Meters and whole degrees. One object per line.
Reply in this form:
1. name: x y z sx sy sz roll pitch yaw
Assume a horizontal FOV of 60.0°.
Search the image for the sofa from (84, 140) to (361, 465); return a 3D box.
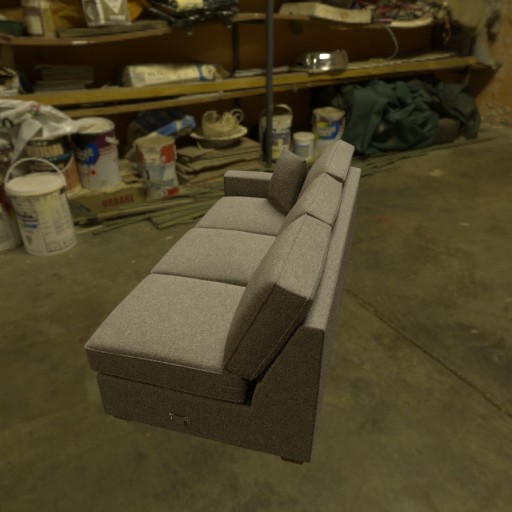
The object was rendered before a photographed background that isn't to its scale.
1. sofa: 0.000 0.000 2.586 1.034 0.946 1.963 8 30 13
